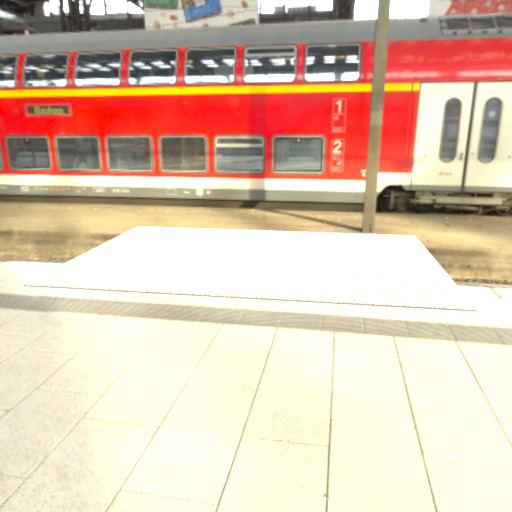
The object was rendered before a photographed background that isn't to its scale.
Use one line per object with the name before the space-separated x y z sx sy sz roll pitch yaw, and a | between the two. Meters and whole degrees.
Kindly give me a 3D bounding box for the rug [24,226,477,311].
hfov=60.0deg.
rug | 0.000 0.000 2.274 1.783 0.008 1.175 2 16 8
